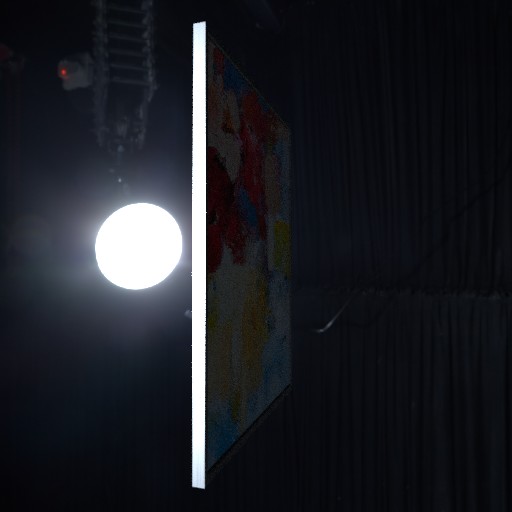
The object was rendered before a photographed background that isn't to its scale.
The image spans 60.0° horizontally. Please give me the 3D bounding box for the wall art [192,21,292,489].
[{"bbox_3d":[0.000,0.000,1.385,0.030,1.046,0.816,0,-1,18],"label":"wall art"}]
